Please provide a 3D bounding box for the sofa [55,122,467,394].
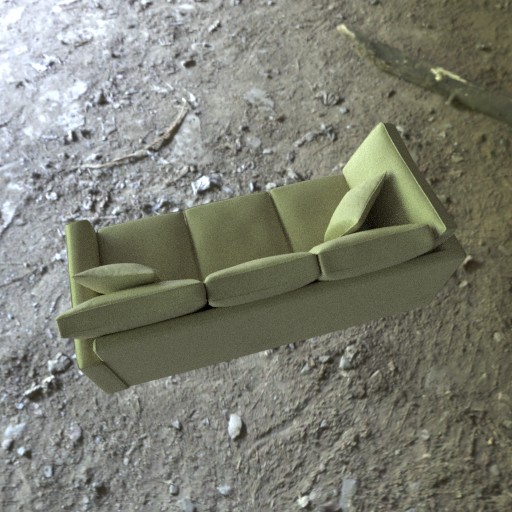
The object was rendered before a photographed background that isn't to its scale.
[{"bbox_3d":[0.000,0.000,2.948,2.323,0.948,1.053,-14,60,-8],"label":"sofa"}]
